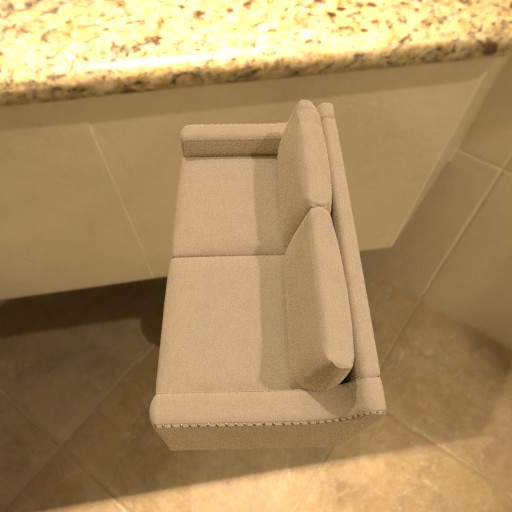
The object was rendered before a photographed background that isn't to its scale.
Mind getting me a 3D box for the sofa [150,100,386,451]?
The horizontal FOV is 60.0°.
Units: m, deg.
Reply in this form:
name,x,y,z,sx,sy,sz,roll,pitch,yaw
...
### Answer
name,x,y,z,sx,sy,sz,roll,pitch,yaw
sofa,0.000,0.000,2.769,1.104,0.983,2.107,-1,57,-1
